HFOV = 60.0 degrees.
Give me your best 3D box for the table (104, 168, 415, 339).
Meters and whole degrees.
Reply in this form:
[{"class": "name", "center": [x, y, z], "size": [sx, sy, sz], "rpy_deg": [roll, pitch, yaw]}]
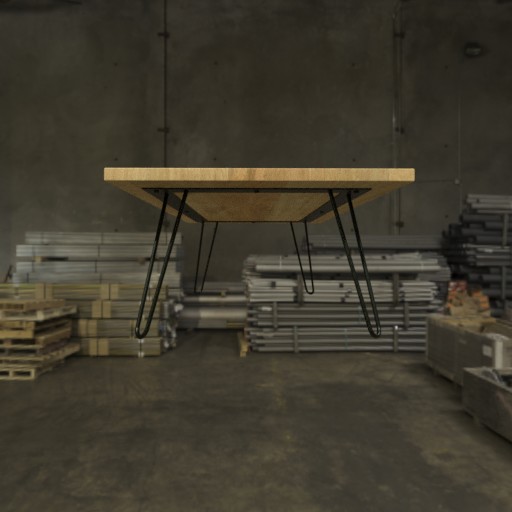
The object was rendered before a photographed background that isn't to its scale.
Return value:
[{"class": "table", "center": [0.000, 0.000, 1.670], "size": [0.699, 0.400, 1.348], "rpy_deg": [0, 0, -1]}]
